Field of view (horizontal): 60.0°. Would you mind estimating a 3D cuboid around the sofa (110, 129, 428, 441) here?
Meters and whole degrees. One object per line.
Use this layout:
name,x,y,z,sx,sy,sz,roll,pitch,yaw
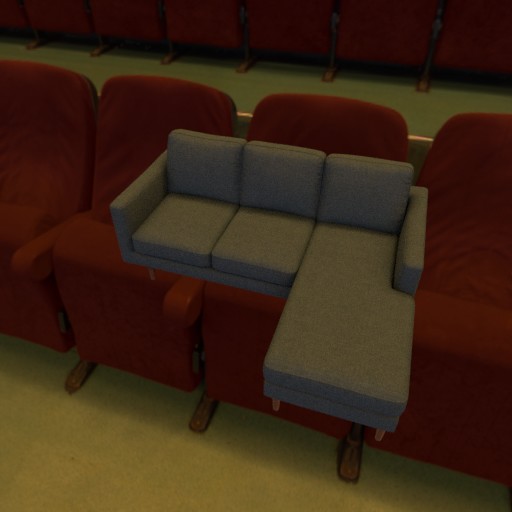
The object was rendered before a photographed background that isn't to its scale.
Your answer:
sofa,0.000,0.000,2.932,2.055,0.957,1.667,12,42,14
